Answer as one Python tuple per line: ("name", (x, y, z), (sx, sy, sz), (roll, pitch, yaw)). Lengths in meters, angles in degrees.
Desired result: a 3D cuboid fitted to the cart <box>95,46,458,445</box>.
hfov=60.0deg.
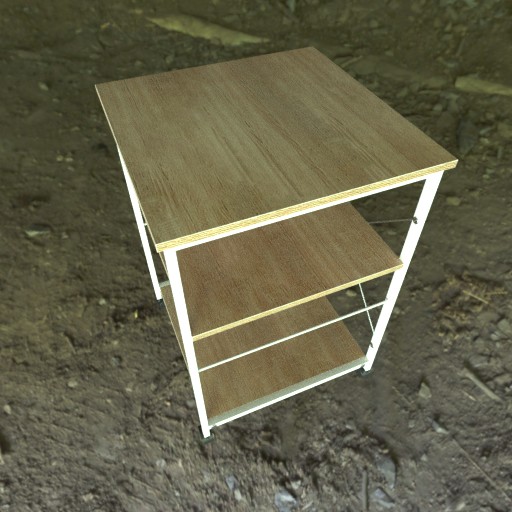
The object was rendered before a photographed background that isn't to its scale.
("cart", (0.000, 0.000, 1.118), (0.520, 0.762, 0.521), (-17, 49, -16))
